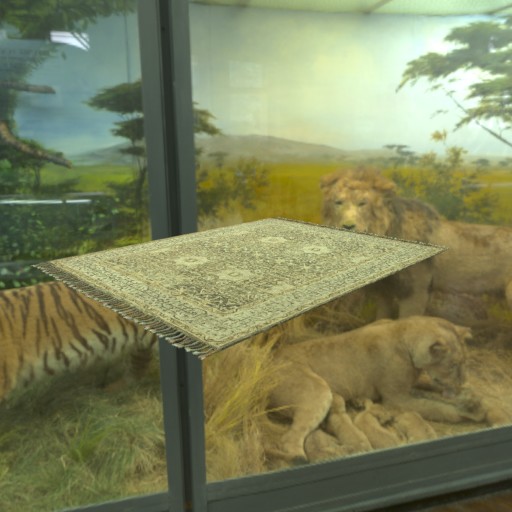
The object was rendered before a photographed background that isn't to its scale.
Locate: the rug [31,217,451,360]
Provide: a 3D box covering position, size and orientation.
[{"bbox_3d":[0.000,0.000,4.266,2.431,0.017,3.291,15,22,43],"label":"rug"}]
